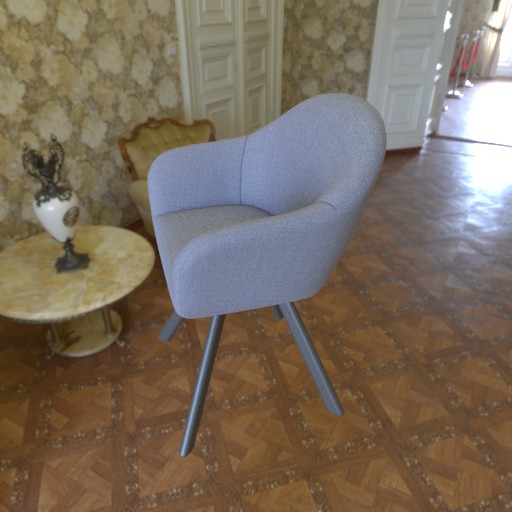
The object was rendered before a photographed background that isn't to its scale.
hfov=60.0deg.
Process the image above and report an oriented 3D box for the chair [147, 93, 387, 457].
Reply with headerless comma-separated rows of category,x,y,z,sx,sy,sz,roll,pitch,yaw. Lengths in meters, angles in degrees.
chair,0.000,0.000,1.181,0.550,0.795,0.590,-9,30,-15
